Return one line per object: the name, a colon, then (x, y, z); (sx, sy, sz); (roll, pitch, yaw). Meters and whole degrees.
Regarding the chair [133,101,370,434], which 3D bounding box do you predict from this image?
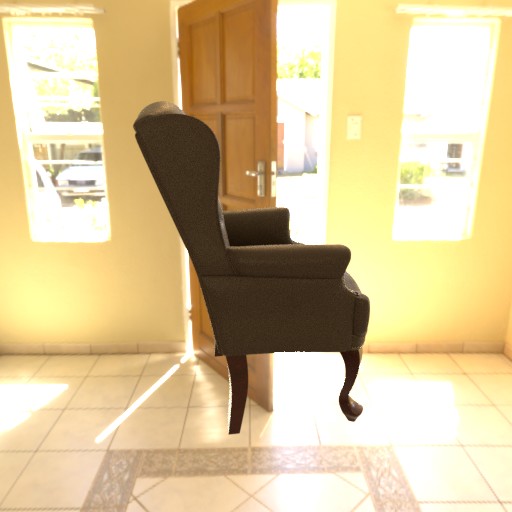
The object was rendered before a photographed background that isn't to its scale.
chair: (0.000, 0.000, 1.728); (0.819, 1.132, 0.829); (-3, 16, -10)
